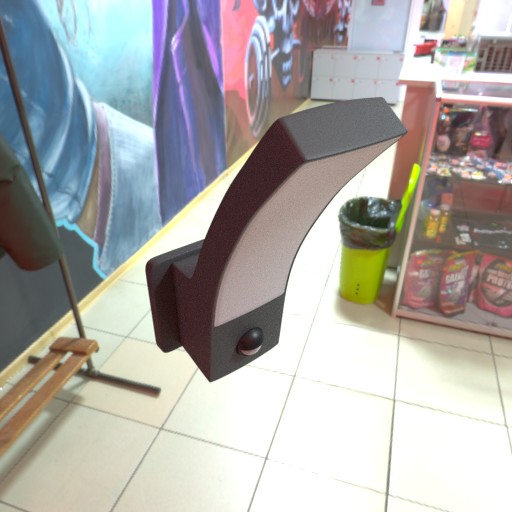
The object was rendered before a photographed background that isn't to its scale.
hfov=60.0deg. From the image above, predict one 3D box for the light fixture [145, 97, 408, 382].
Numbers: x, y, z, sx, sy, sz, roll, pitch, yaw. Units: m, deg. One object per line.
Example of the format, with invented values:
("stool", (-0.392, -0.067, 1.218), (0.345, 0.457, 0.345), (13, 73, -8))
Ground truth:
("light fixture", (0.000, 0.000, 0.333), (0.108, 0.243, 0.174), (-22, 37, -33))
